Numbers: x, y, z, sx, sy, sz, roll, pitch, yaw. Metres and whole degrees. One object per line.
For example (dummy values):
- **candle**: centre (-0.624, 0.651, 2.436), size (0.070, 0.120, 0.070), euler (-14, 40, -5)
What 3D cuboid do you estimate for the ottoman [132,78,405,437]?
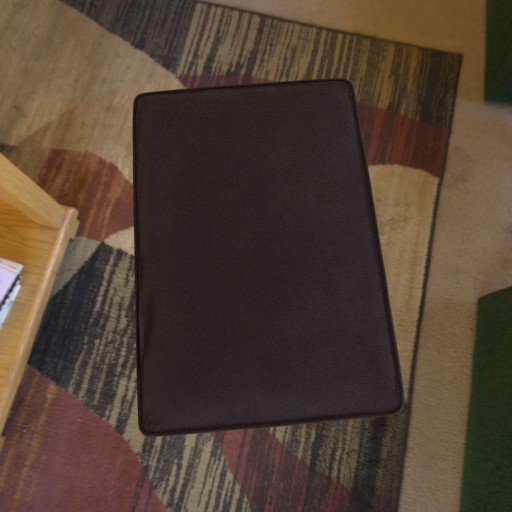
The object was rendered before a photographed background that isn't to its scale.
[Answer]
- **ottoman**: centre (0.000, 0.000, 1.320), size (0.637, 0.503, 0.938), euler (-5, 75, -1)
